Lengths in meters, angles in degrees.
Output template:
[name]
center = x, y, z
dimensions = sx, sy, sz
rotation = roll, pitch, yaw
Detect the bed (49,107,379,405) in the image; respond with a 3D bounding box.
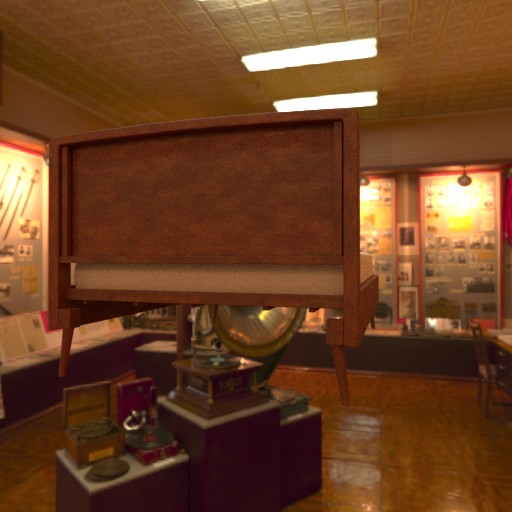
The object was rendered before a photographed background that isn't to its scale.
[bed]
center = 0.000, 0.000, 3.126
dimensions = 1.587, 1.275, 2.196
rotation = 0, 0, 18
